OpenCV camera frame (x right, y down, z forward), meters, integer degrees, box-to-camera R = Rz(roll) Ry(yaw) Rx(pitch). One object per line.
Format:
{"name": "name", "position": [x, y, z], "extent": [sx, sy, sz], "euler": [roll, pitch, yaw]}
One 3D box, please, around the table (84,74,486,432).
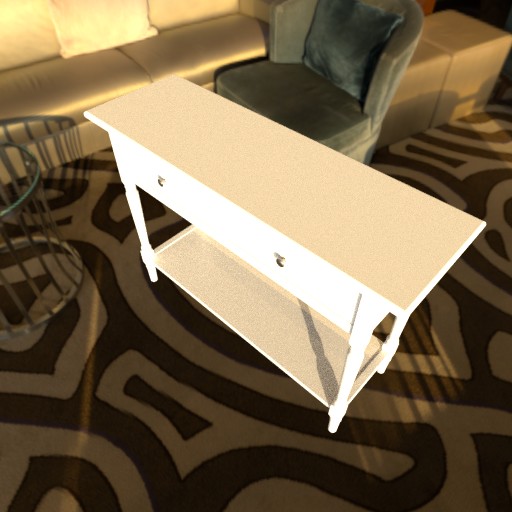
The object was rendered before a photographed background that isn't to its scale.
{"name": "table", "position": [0.000, 0.000, 1.562], "extent": [1.191, 0.814, 0.386], "euler": [34, 56, 28]}
